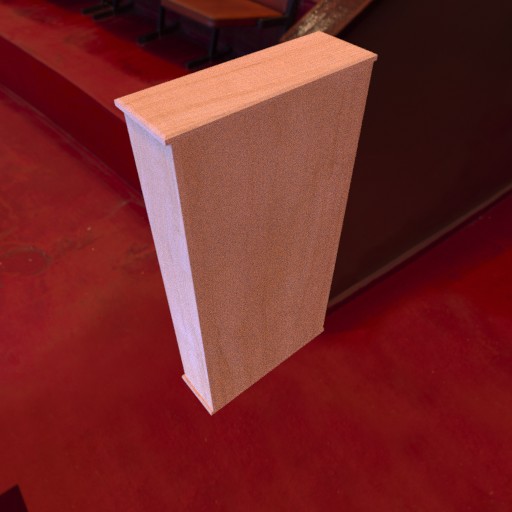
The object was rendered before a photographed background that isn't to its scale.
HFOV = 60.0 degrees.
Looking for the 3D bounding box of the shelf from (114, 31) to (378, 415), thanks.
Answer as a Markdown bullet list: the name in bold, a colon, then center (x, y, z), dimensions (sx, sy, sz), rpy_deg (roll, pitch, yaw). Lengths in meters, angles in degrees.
- **shelf**: center (0.000, 0.000, 1.237), dimensions (0.520, 1.030, 0.175), rpy_deg (-31, 54, -26)
